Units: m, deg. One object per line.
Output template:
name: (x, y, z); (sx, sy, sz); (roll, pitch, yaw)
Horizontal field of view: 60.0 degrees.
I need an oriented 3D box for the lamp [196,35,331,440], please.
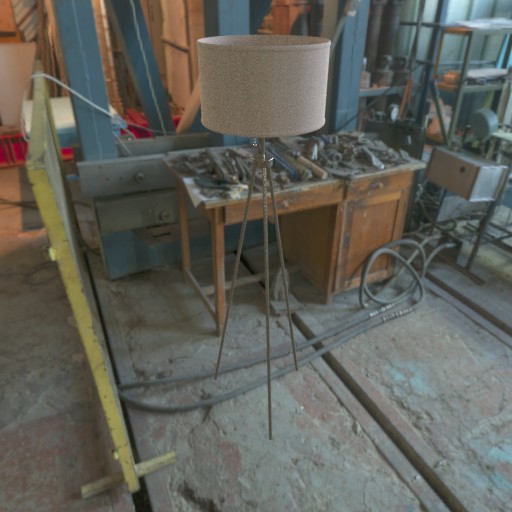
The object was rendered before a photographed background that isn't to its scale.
lamp: (0.000, 0.000, 1.755); (0.460, 1.545, 0.449); (10, 32, 17)
